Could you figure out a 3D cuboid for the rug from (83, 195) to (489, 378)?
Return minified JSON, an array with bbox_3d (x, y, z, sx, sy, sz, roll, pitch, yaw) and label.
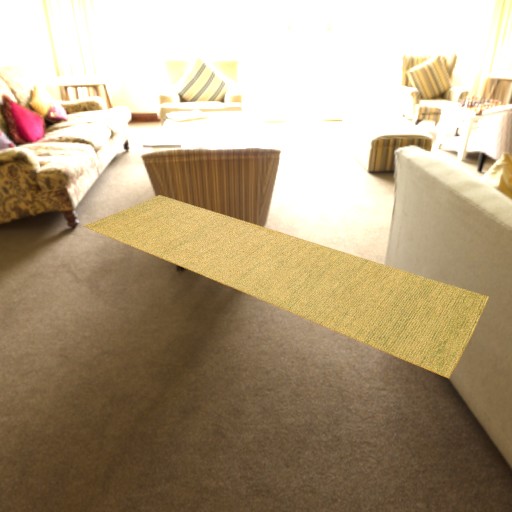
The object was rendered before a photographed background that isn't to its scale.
[{"bbox_3d":[0.000,0.000,2.533,2.340,0.013,0.686,20,34,31],"label":"rug"}]
